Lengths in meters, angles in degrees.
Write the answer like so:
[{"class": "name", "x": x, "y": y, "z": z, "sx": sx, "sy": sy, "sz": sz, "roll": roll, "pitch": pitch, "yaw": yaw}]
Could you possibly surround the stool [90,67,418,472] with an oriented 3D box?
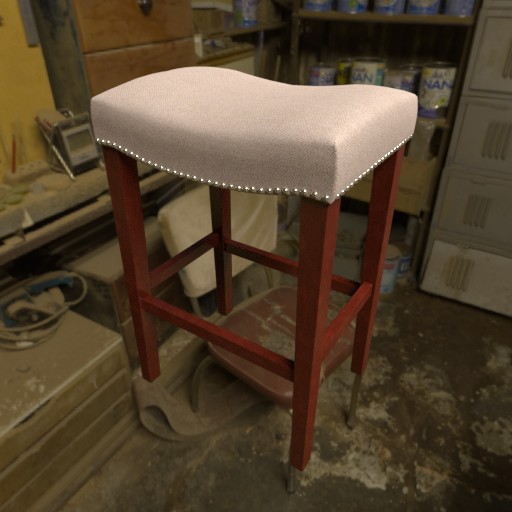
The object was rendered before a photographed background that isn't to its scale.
[{"class": "stool", "x": 0.000, "y": 0.000, "z": 0.995, "sx": 0.504, "sy": 0.742, "sz": 0.372, "roll": 19, "pitch": 37, "yaw": 28}]
